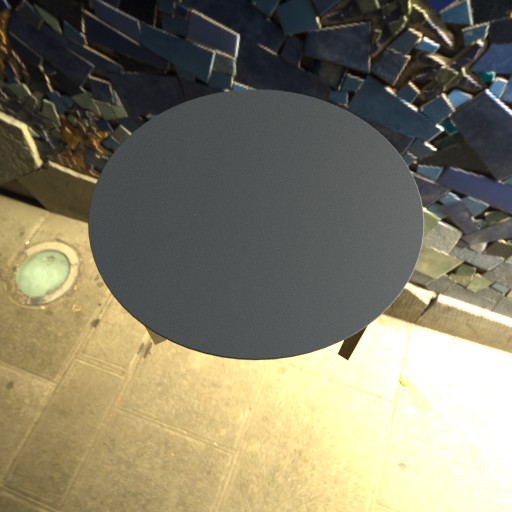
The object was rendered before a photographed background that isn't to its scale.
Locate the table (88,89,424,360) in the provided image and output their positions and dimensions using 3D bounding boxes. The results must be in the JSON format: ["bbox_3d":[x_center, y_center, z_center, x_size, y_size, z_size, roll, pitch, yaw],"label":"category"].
[{"bbox_3d":[0.000,0.000,0.979,0.600,0.405,0.600,0,59,0],"label":"table"}]
